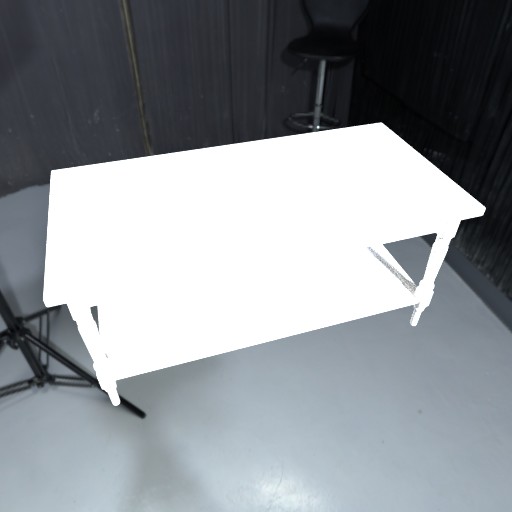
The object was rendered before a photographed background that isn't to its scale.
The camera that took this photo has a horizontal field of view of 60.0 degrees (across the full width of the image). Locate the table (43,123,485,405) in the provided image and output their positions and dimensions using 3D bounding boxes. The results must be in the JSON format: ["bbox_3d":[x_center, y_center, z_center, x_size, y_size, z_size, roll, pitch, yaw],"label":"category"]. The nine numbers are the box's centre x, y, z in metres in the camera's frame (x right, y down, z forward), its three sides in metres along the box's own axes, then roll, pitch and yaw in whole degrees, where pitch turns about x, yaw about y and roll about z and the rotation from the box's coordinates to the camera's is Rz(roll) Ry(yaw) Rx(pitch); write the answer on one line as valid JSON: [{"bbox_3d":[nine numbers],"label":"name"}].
[{"bbox_3d":[0.000,0.000,1.415,1.107,0.510,0.550,-12,42,-13],"label":"table"}]
